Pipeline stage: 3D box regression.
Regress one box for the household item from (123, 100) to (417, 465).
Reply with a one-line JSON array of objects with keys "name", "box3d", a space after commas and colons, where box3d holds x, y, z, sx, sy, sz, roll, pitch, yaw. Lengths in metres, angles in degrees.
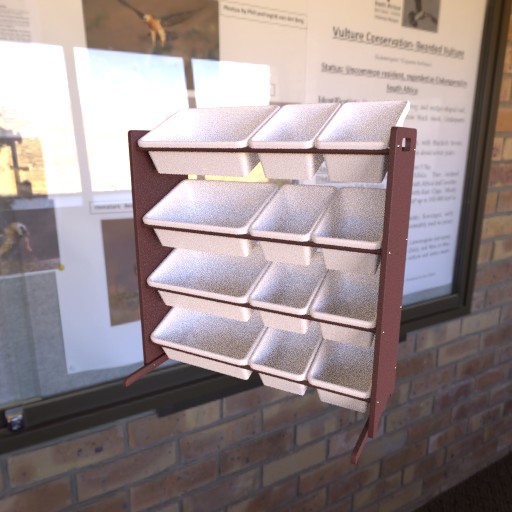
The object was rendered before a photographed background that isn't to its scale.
[{"name": "household item", "box3d": [0.000, 0.000, 1.301, 0.787, 0.864, 0.389, 8, 17, 27]}]
